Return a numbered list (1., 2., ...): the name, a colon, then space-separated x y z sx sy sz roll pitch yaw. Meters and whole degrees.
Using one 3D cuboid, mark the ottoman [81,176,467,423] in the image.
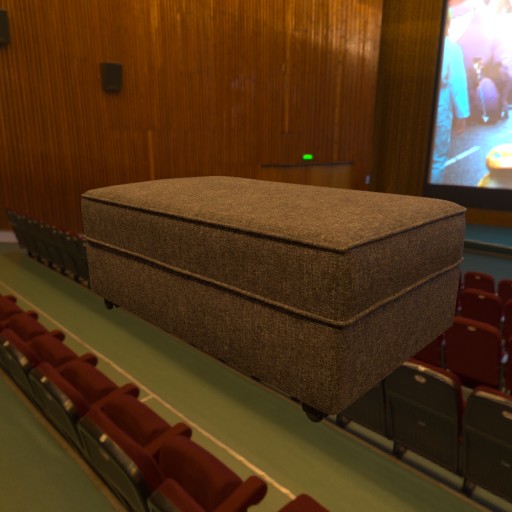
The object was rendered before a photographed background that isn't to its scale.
1. ottoman: 0.000 0.000 1.551 1.184 0.487 0.717 15 22 42
